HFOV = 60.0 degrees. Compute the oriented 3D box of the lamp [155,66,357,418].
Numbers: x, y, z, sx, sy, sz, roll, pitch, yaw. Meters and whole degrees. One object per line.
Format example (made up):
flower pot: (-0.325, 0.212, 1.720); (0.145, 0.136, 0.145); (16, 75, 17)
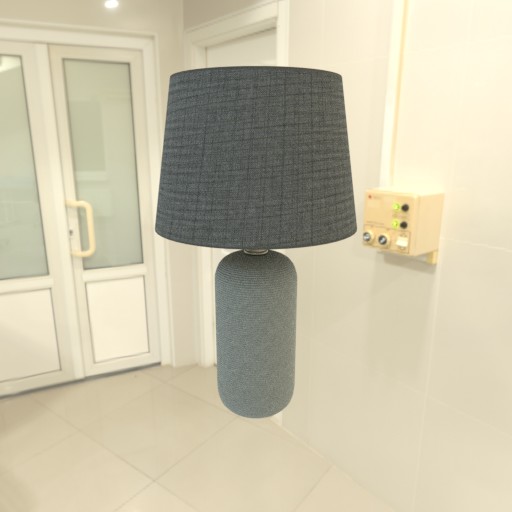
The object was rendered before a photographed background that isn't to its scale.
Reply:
lamp: (0.000, 0.000, 0.574); (0.251, 0.429, 0.251); (0, 15, 0)
